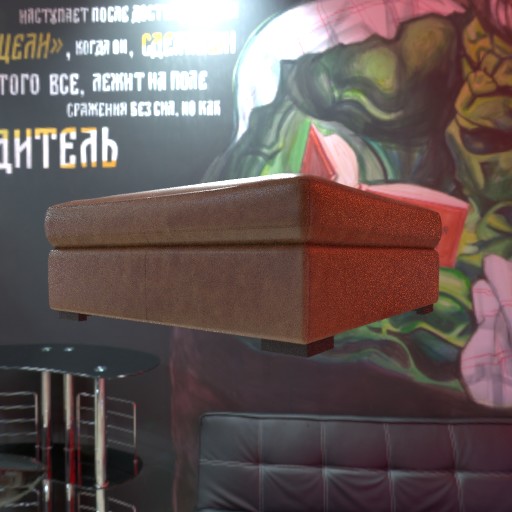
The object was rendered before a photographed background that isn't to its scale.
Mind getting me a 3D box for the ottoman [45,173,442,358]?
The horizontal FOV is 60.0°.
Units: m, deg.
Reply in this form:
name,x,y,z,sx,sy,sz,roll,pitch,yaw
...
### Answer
name,x,y,z,sx,sy,sz,roll,pitch,yaw
ottoman,0.000,0.000,1.811,1.169,0.483,1.168,0,0,37
